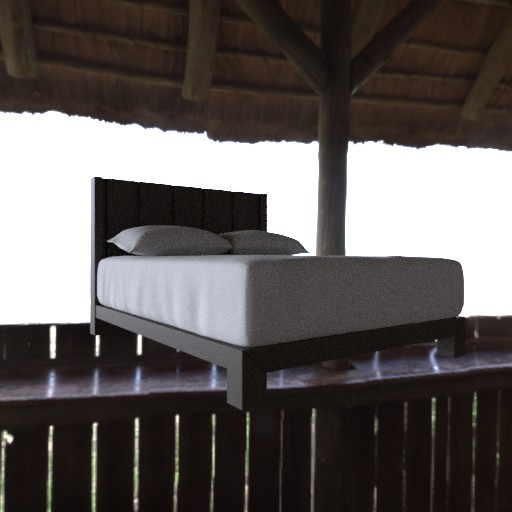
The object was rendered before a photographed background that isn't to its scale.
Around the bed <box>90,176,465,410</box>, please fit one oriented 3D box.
[{"bbox_3d":[0.000,0.000,3.220,1.727,1.270,2.242,0,0,-36],"label":"bed"}]
